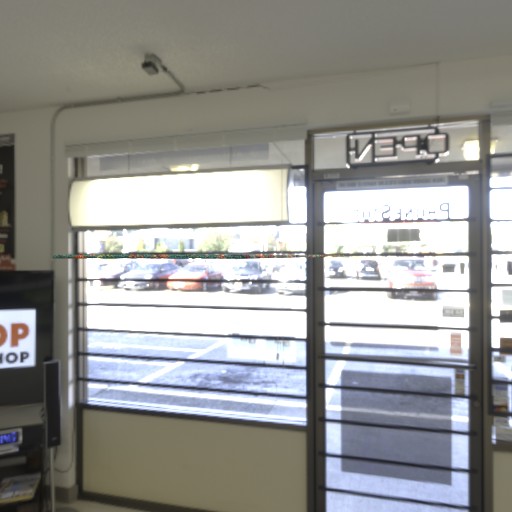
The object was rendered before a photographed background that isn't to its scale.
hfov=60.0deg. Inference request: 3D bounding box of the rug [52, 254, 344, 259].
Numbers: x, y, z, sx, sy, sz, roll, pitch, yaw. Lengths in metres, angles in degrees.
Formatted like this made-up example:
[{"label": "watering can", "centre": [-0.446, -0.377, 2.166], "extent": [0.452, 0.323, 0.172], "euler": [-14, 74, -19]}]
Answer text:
[{"label": "rug", "centre": [0.000, 0.000, 2.433], "extent": [0.686, 0.013, 2.286], "euler": [0, 0, 18]}]
